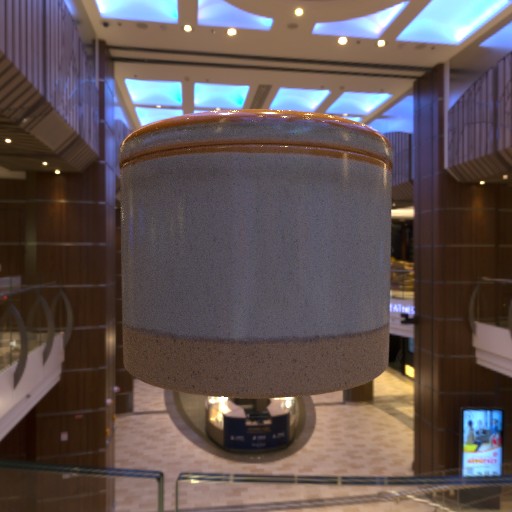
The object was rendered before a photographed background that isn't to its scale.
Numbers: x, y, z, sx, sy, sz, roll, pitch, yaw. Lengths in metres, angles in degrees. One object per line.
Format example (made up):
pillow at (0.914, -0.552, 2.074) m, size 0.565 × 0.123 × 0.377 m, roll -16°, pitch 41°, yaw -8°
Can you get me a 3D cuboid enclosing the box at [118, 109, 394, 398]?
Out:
box at (0.000, 0.000, 0.207) m, size 0.123 × 0.100 × 0.123 m, roll 0°, pitch 0°, yaw 0°
